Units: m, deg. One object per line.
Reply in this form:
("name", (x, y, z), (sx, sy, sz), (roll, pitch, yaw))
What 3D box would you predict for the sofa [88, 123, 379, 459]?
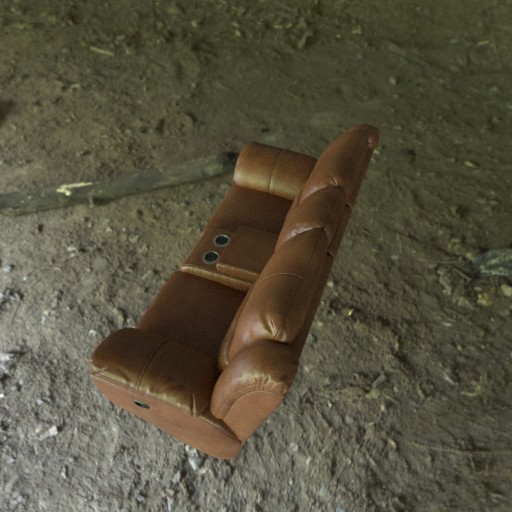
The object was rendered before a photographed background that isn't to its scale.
("sofa", (0.000, 0.000, 2.629), (0.991, 1.043, 2.058), (15, 48, 14))
